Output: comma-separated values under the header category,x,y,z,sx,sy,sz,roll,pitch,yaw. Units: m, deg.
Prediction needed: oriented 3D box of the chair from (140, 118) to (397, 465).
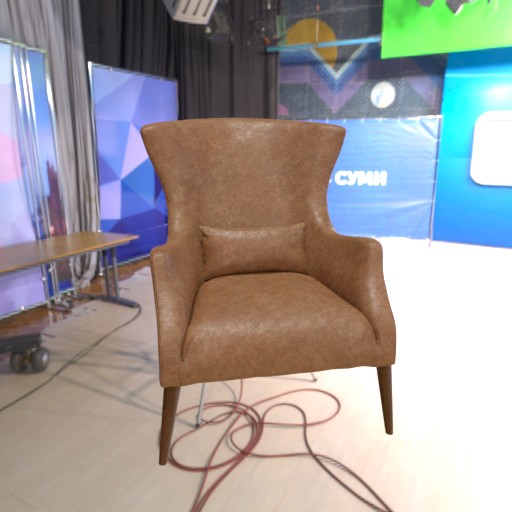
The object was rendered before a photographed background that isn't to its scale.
category,x,y,z,sx,sy,sz,roll,pitch,yaw
chair,0.000,0.000,1.738,0.846,1.067,0.955,-3,16,-10
